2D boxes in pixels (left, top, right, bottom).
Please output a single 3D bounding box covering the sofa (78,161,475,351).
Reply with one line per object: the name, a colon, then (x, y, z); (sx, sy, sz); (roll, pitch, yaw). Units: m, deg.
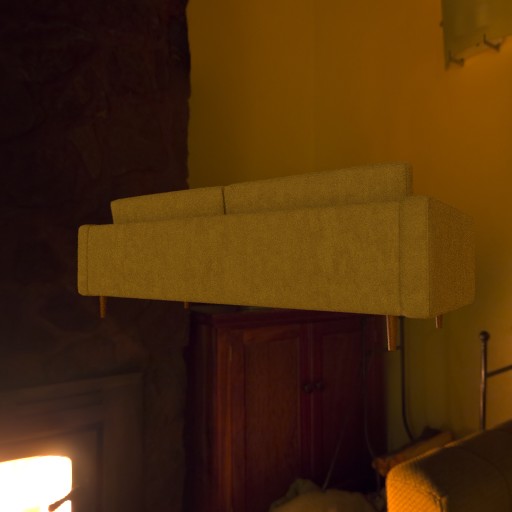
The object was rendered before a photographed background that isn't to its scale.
sofa: (0.000, 0.000, 2.584); (2.200, 0.770, 0.919); (-1, -1, 36)
